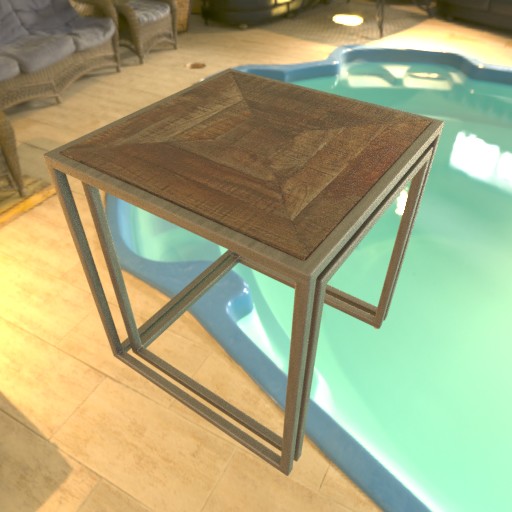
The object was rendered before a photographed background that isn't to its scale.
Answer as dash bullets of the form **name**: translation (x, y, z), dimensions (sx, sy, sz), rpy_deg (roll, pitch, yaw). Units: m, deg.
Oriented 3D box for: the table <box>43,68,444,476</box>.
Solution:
- **table**: translation (0.000, 0.000, 0.853), dimensions (0.449, 0.500, 0.450), rpy_deg (25, 47, 25)
